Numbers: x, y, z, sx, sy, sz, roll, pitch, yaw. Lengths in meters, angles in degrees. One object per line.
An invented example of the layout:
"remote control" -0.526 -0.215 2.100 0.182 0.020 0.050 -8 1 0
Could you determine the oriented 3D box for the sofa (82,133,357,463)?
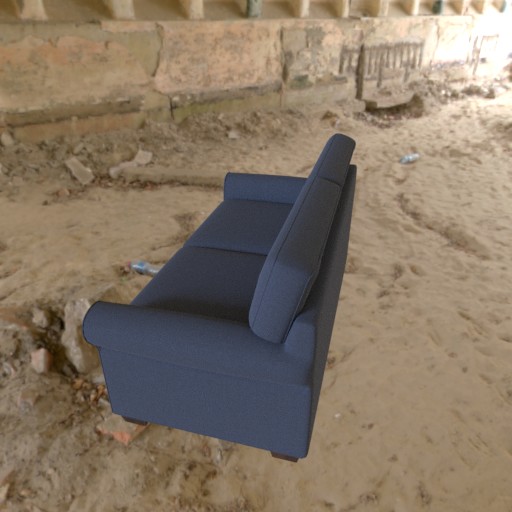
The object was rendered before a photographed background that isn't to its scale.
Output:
"sofa" 0.000 0.000 2.512 0.940 1.020 1.930 8 30 13
